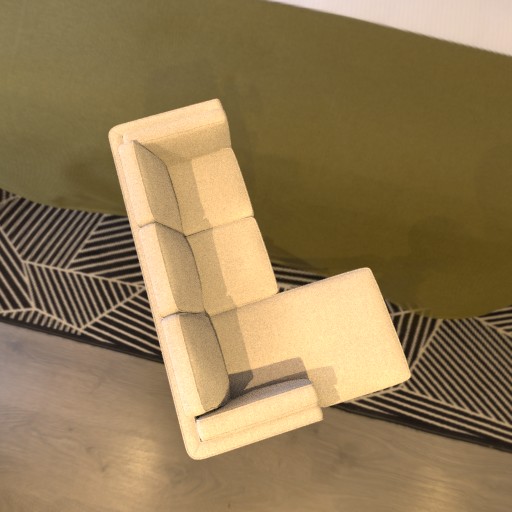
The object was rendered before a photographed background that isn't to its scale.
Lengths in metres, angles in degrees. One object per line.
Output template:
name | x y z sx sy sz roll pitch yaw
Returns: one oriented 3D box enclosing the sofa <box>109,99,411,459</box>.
sofa | 0.000 0.000 3.317 1.604 0.929 2.411 -17 76 -4
